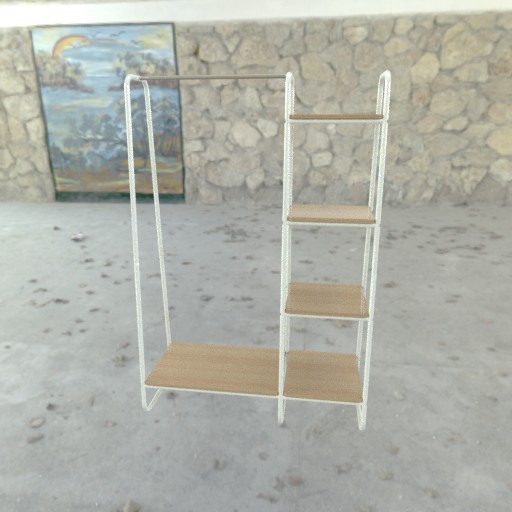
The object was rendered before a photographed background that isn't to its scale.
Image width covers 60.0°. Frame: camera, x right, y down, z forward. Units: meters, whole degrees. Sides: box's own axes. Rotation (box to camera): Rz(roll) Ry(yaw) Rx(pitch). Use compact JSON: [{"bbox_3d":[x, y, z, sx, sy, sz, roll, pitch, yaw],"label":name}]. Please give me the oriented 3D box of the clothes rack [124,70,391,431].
[{"bbox_3d":[0.000,0.000,1.964,1.011,1.500,0.400,2,17,8],"label":"clothes rack"}]
